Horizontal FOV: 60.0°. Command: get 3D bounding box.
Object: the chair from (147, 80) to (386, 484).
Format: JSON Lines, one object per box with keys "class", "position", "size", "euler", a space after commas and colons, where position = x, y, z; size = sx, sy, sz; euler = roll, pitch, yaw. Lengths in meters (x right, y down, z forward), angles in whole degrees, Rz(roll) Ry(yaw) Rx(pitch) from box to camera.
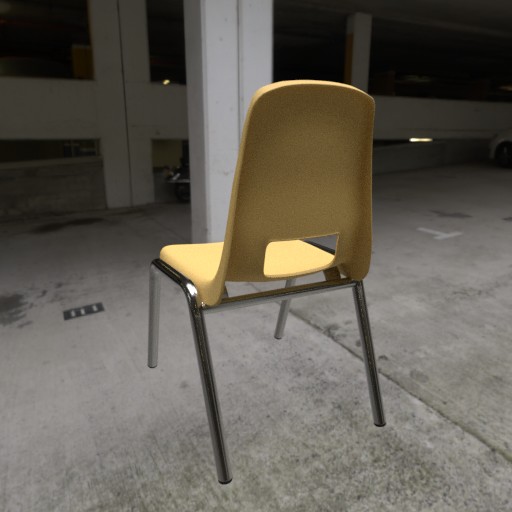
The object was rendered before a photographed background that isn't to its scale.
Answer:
{"class": "chair", "position": [0.000, 0.000, 0.843], "size": [0.354, 0.586, 0.423], "euler": [-7, 17, -26]}
